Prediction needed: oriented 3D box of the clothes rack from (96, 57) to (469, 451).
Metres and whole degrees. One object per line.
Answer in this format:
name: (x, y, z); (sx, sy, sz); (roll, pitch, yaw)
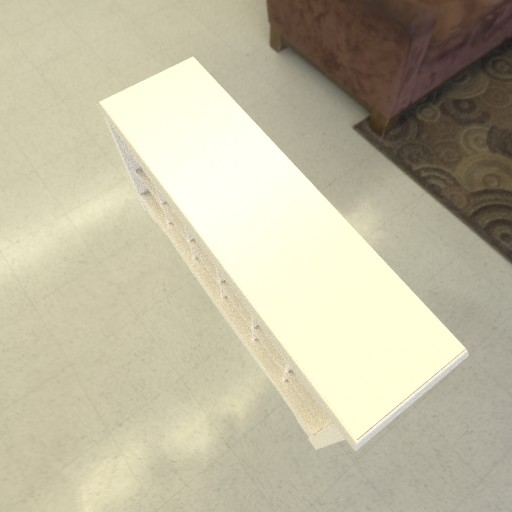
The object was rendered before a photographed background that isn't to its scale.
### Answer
clothes rack: (0.000, 0.000, 1.338); (0.324, 0.531, 1.120); (-33, 69, -15)
